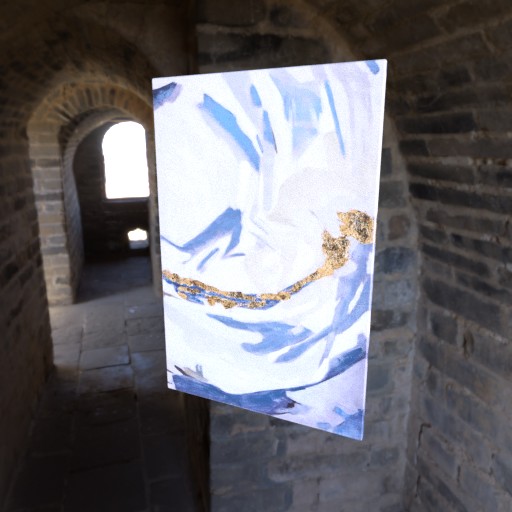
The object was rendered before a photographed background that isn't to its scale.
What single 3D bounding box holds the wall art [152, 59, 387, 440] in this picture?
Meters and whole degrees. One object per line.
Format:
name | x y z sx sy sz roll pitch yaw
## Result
wall art | 0.000 0.000 1.166 0.610 0.914 0.016 6 15 25
